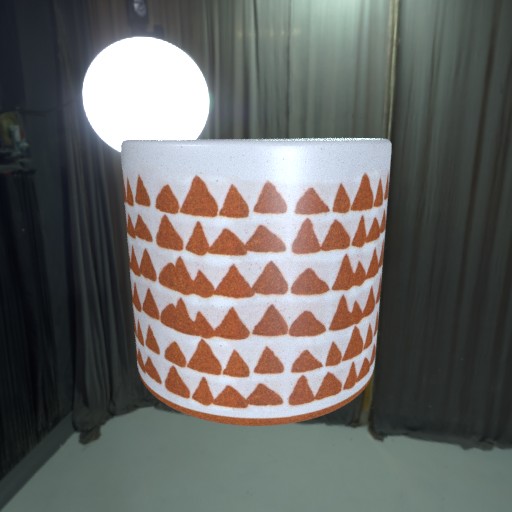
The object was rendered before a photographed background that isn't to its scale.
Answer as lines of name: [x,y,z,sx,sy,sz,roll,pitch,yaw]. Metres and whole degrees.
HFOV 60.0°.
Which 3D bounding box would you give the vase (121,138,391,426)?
vase: [0.000,0.000,0.249,0.137,0.127,0.137,0,15,0]
